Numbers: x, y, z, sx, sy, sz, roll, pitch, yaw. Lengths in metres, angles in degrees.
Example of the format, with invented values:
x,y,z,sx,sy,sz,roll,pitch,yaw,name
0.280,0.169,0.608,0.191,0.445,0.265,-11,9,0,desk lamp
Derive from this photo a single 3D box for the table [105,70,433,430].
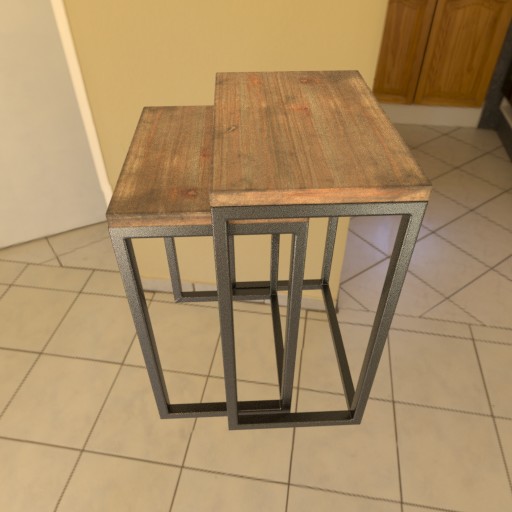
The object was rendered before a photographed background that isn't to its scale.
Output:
x,y,z,sx,sy,sz,roll,pitch,yaw,name
0.000,0.000,0.939,0.460,0.615,0.456,0,41,0,table
